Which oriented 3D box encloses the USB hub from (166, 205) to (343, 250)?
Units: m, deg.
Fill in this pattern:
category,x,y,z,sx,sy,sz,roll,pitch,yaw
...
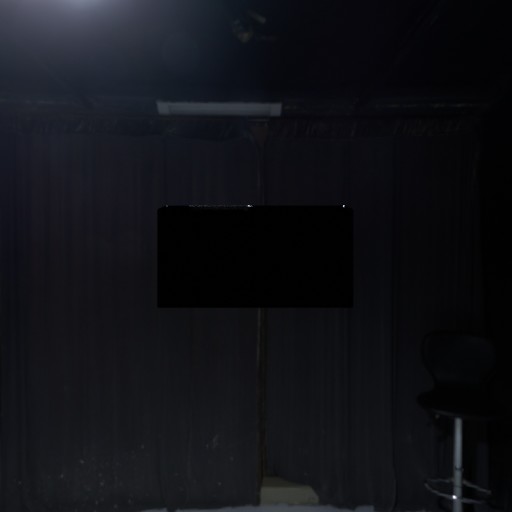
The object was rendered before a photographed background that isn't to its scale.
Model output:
category,x,y,z,sx,sy,sz,roll,pitch,yaw
USB hub,0.000,0.000,0.128,0.044,0.023,0.110,0,0,0
